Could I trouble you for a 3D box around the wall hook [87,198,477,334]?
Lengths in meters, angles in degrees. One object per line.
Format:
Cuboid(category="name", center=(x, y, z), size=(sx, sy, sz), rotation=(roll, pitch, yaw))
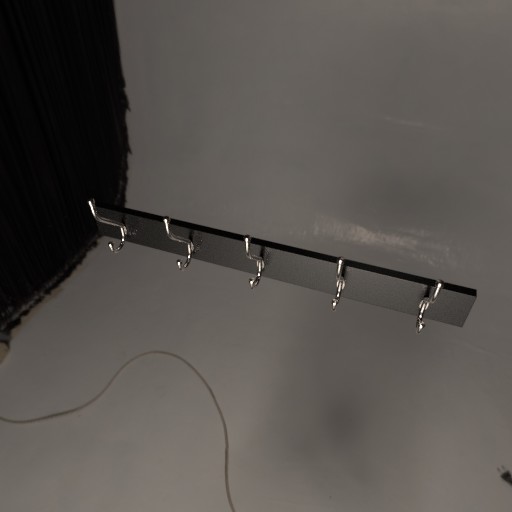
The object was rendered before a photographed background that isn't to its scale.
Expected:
Cuboid(category="wall hook", center=(0.000, 0.000, 0.613), size=(0.571, 0.117, 0.071), rotation=(14, 43, 15))
